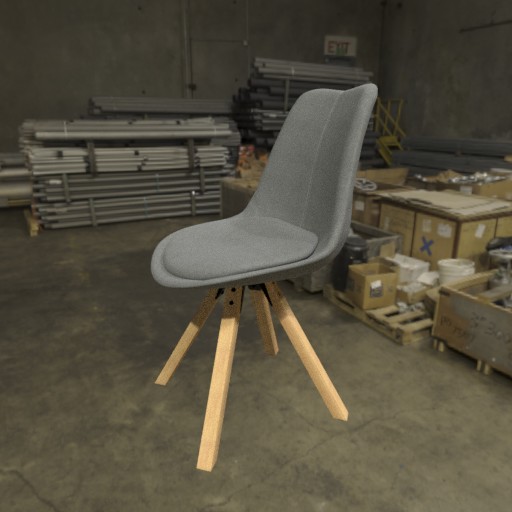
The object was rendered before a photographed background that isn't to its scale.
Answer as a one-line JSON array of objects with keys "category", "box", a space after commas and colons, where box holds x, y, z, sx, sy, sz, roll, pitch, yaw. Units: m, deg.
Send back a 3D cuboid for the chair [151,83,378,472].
[{"category": "chair", "box": [0.000, 0.000, 1.186, 0.549, 0.863, 0.474, -8, 19, -25]}]
